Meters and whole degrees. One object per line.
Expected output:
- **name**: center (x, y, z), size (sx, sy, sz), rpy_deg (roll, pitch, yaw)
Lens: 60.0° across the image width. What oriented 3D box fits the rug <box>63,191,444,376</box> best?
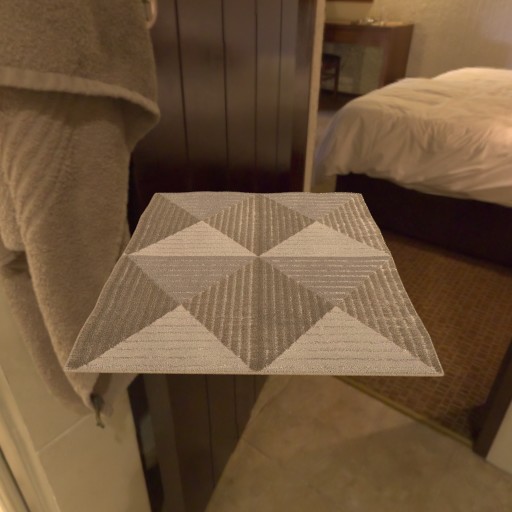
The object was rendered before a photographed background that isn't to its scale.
- **rug**: center (0.000, 0.000, 0.901), size (0.551, 0.008, 0.642), rpy_deg (0, 31, 1)
